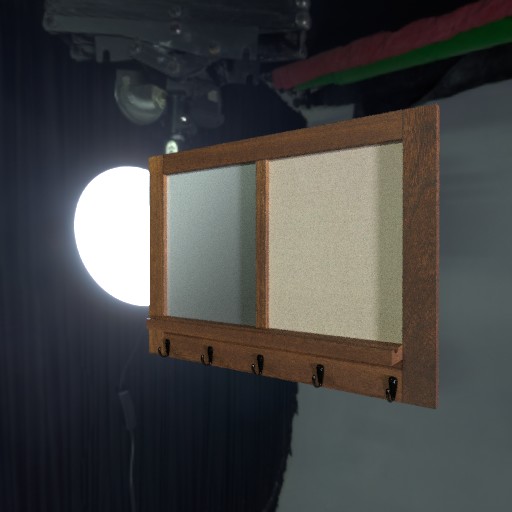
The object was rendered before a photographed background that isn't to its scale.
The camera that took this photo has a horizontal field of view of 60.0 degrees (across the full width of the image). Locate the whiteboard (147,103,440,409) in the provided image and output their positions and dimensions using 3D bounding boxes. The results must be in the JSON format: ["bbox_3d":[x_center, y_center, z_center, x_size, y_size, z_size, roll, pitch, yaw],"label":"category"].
[{"bbox_3d":[0.000,0.000,1.022,0.783,0.559,0.083,0,1,36],"label":"whiteboard"}]
